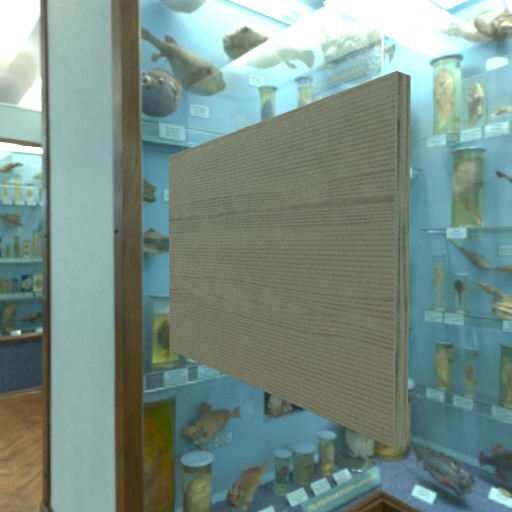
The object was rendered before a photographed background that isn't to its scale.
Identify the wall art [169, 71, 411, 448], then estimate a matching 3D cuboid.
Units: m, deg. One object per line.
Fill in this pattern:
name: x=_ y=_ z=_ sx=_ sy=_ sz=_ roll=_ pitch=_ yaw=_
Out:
wall art: x=0.000 y=0.000 z=1.071 sx=0.063 sy=0.609 sz=0.841 roll=-1 pitch=2 yaw=-36
